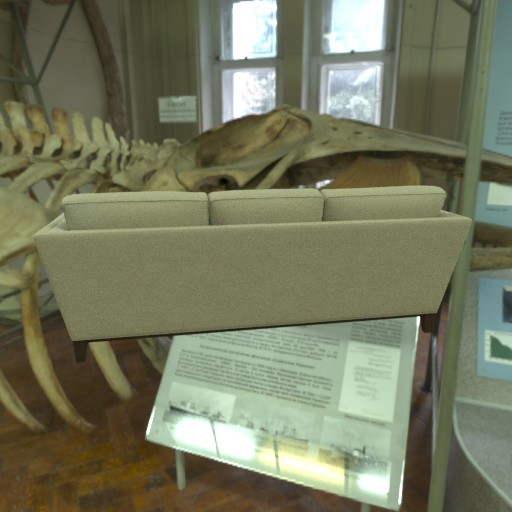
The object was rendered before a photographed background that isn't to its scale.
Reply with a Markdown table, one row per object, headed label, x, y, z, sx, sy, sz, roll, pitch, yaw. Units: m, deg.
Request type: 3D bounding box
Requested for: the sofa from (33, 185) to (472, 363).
| label | x | y | z | sx | sy | sz | roll | pitch | yaw |
| --- | --- | --- | --- | --- | --- | --- | --- | --- | --- |
| sofa | 0.000 | 0.000 | 2.892 | 2.388 | 0.940 | 0.965 | -3 | 15 | -10 |
